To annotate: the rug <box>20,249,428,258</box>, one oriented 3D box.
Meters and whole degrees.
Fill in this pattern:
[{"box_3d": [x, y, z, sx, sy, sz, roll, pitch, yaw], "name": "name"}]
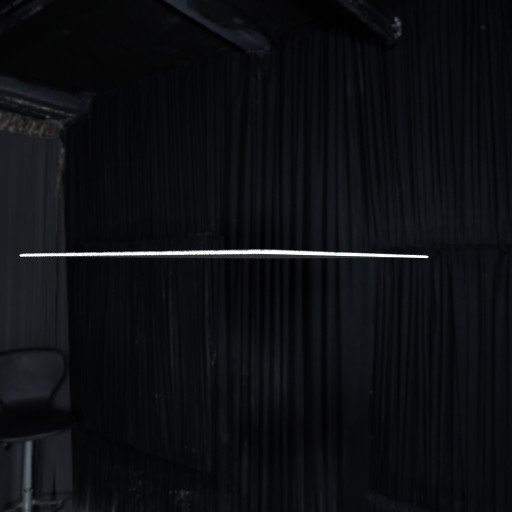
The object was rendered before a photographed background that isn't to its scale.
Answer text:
[{"box_3d": [0.000, 0.000, 2.841, 1.586, 0.014, 2.197, 0, -1, 35], "name": "rug"}]
